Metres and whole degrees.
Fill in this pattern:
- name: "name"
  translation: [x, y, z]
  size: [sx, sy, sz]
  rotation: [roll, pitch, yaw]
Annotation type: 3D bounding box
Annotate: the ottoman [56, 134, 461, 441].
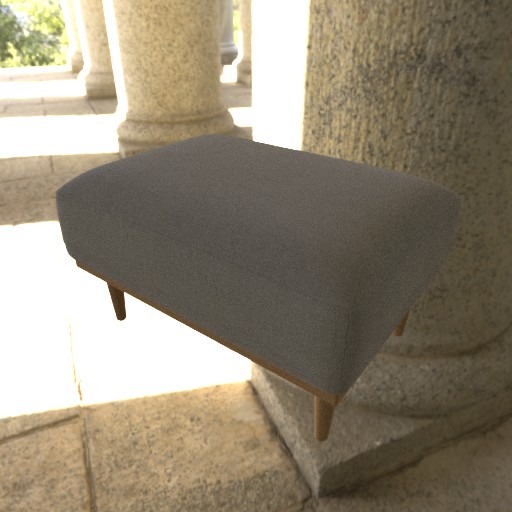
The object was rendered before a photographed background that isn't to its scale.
- name: "ottoman"
  translation: [0.000, 0.000, 1.042]
  size: [0.749, 0.428, 0.549]
  rotation: [21, 36, 31]
